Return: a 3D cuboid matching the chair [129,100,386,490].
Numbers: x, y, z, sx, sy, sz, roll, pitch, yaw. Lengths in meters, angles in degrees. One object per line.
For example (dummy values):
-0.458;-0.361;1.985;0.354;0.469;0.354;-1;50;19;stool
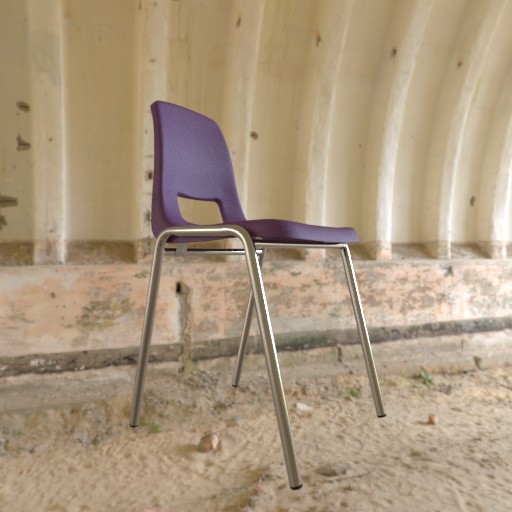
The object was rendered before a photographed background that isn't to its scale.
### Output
0.000;0.000;0.937;0.432;0.704;0.381;0;0;36;chair
